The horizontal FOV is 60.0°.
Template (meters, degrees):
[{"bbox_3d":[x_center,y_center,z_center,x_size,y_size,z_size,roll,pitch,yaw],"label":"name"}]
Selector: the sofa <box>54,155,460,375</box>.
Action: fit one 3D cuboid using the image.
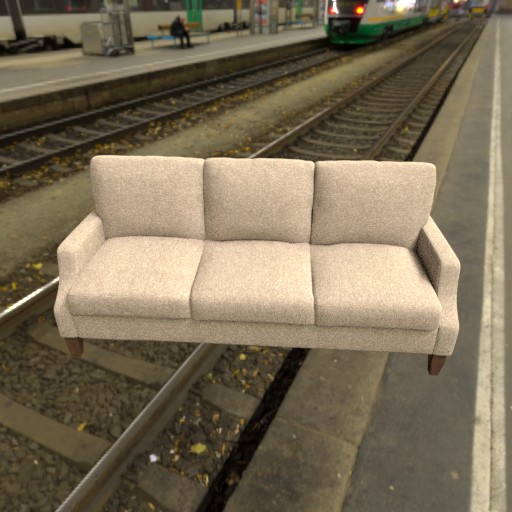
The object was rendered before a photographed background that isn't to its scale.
[{"bbox_3d":[0.000,0.000,2.565,2.115,0.984,0.888,2,30,4],"label":"sofa"}]
